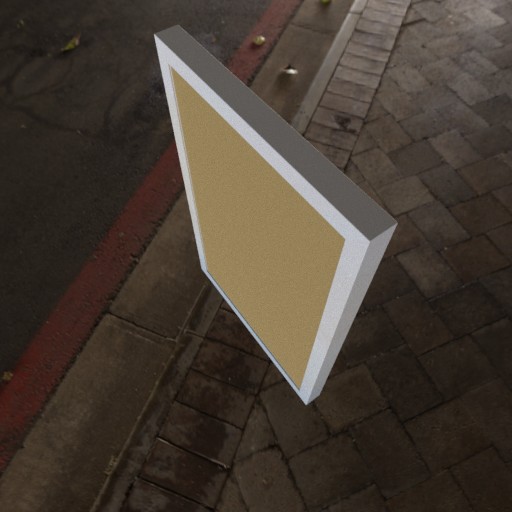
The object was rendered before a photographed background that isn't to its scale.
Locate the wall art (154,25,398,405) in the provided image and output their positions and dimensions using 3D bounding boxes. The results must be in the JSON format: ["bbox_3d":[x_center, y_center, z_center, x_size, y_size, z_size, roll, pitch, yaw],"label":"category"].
[{"bbox_3d":[0.000,0.000,0.761,0.038,0.611,0.408,-32,63,-18],"label":"wall art"}]
